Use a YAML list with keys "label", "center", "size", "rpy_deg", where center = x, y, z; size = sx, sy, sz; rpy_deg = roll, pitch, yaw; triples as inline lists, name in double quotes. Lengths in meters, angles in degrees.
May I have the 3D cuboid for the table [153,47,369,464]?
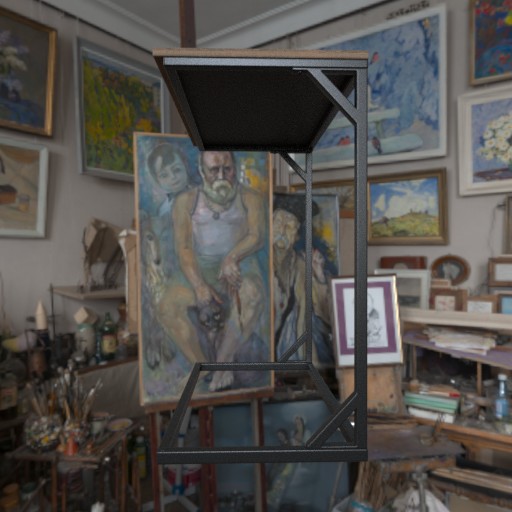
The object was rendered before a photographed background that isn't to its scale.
- label: "table"
  center: [0.000, 0.000, 1.017]
  size: [0.351, 0.673, 0.597]
  rpy_deg: [0, 0, -2]
